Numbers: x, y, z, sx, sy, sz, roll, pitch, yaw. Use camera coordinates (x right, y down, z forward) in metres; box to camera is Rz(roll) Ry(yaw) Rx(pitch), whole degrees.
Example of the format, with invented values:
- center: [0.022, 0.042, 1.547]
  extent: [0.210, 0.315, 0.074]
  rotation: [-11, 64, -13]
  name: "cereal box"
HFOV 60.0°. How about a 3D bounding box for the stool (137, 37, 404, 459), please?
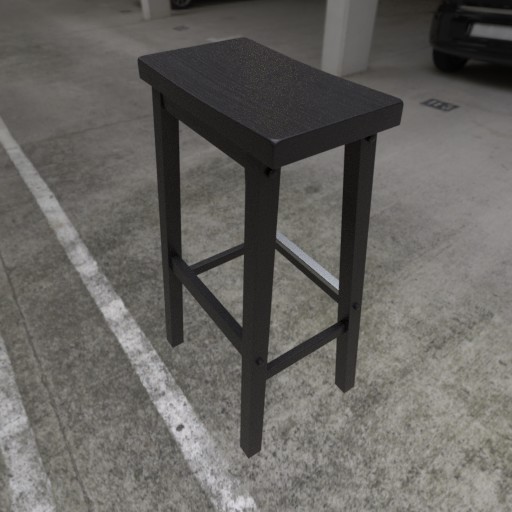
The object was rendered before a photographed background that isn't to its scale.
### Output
- center: [0.000, 0.000, 0.937]
  extent: [0.322, 0.742, 0.406]
  rotation: [-24, 46, -26]
  name: "stool"
